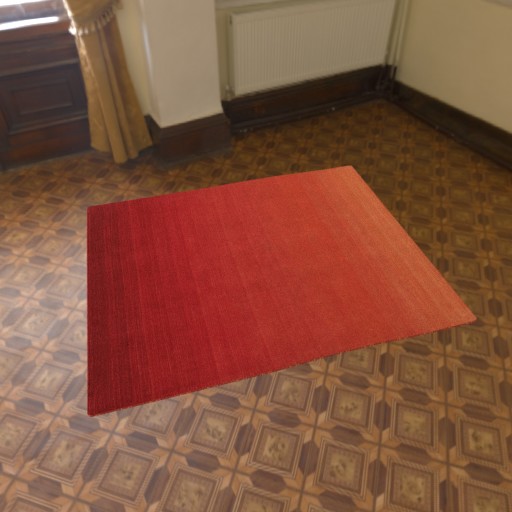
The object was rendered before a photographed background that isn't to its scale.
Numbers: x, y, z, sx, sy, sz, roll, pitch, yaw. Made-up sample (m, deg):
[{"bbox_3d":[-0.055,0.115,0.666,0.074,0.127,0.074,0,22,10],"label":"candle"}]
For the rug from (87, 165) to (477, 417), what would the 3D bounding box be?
[{"bbox_3d":[0.000,0.000,3.950,2.905,0.028,2.340,-11,44,-11],"label":"rug"}]
